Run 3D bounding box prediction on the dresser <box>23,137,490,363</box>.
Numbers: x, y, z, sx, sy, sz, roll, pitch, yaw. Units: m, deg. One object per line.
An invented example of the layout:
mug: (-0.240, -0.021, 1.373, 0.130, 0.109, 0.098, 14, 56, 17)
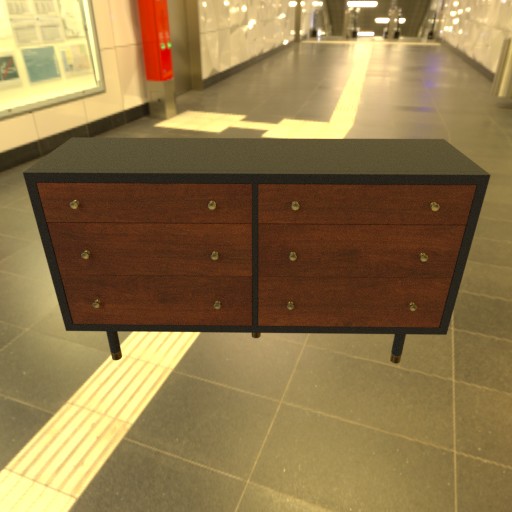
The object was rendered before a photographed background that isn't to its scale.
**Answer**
dresser: (0.000, 0.000, 1.873, 1.558, 0.872, 0.463, 0, 30, 1)
